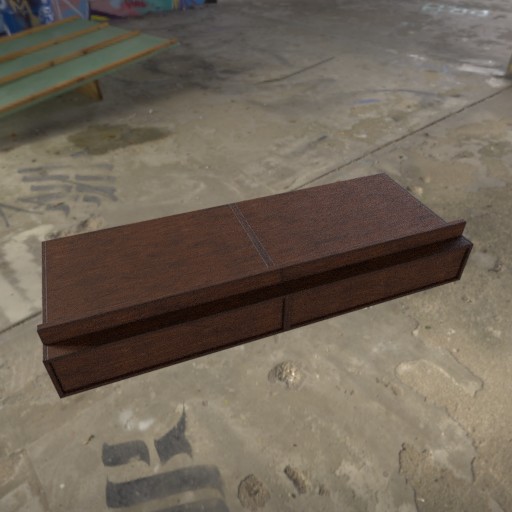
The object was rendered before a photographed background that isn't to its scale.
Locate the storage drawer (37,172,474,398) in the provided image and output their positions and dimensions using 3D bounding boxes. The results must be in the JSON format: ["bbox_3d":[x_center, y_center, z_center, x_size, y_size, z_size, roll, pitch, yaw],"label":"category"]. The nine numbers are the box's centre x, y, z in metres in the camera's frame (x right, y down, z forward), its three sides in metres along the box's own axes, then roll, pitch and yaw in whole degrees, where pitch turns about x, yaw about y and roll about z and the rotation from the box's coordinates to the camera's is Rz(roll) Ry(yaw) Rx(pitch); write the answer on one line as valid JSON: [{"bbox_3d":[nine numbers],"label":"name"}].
[{"bbox_3d":[0.000,0.000,2.171,1.914,0.339,0.774,-14,41,-16],"label":"storage drawer"}]
